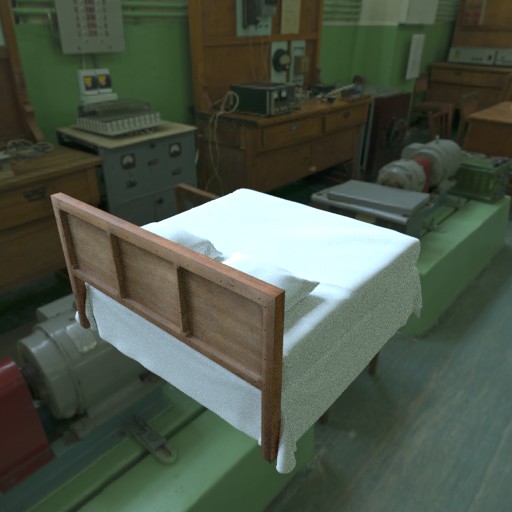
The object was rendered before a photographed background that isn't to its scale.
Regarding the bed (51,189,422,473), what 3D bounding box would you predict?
[{"bbox_3d":[0.000,0.000,3.554,2.255,1.158,2.165,22,35,34],"label":"bed"}]
